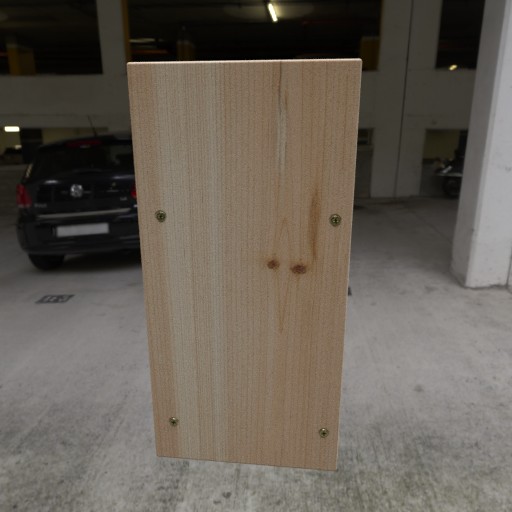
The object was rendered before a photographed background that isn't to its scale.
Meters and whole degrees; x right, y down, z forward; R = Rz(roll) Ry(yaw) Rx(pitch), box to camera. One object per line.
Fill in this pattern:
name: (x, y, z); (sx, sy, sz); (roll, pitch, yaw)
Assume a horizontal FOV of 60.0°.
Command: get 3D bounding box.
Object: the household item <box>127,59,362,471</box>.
household item: (0.000, 0.000, 0.396); (0.149, 0.300, 0.171); (2, 16, 6)
